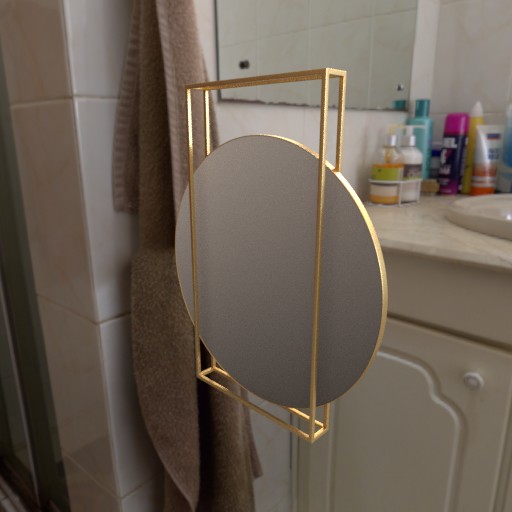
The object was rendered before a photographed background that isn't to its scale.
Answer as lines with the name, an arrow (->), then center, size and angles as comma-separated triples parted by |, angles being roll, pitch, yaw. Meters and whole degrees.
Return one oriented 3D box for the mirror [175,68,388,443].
mirror -> 0.000, 0.000, 0.808 | 0.508, 0.603, 0.051 | 14, 21, 42
